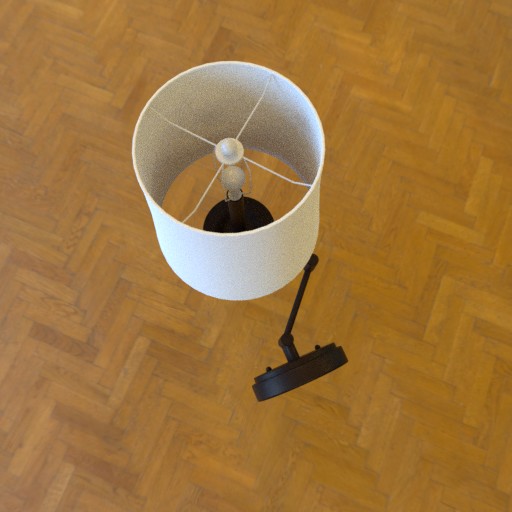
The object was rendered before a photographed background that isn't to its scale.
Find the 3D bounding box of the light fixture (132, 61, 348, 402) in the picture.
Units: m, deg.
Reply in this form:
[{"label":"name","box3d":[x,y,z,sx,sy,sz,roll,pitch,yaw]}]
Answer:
[{"label":"light fixture","box3d":[0.000,0.000,0.258,0.100,0.172,0.157,-23,77,-6]}]
